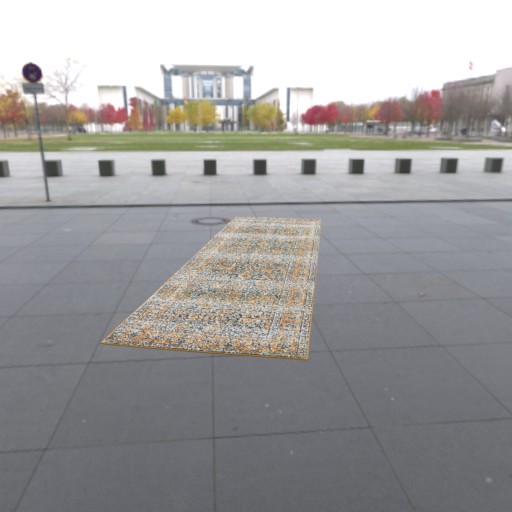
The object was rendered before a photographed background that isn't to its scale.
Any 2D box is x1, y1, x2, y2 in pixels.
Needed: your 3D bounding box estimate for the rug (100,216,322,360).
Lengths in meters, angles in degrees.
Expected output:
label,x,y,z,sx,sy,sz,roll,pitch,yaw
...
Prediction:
label,x,y,z,sx,sy,sz,roll,pitch,yaw
rug,0.000,0.000,2.542,0.704,0.014,2.294,3,16,9
